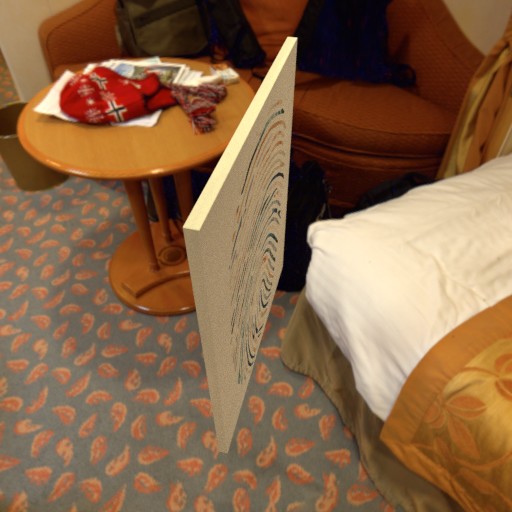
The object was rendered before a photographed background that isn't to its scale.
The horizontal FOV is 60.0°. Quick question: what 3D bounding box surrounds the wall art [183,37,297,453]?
[{"bbox_3d":[0.000,0.000,0.981,0.021,0.710,0.609,11,47,10],"label":"wall art"}]
